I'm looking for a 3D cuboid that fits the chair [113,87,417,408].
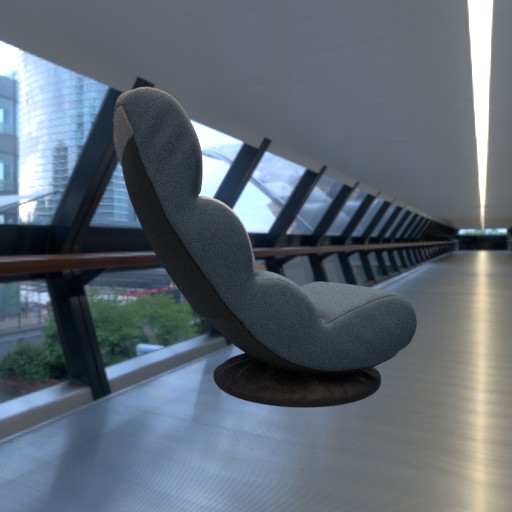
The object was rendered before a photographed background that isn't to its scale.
[{"bbox_3d":[0.000,0.000,1.080,0.661,0.641,0.420,0,1,-19],"label":"chair"}]
